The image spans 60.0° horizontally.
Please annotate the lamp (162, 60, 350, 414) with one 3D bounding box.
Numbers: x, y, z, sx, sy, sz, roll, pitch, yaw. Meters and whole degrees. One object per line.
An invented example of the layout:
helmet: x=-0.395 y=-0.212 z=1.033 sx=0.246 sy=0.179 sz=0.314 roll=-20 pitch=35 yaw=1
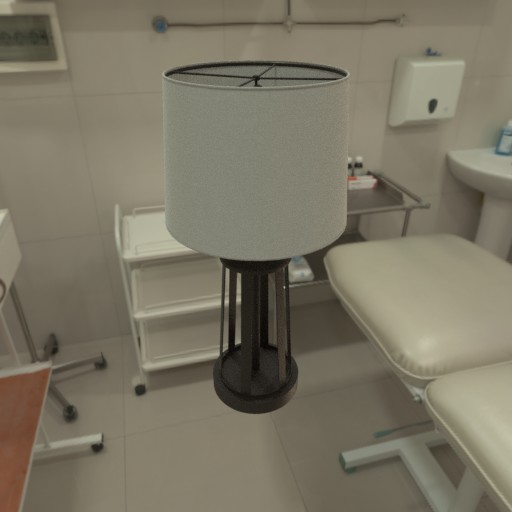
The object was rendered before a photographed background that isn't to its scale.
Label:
lamp: x=0.000 y=0.000 z=0.656 sx=0.251 sy=0.509 sz=0.251 roll=0 pitch=30 yaw=0
